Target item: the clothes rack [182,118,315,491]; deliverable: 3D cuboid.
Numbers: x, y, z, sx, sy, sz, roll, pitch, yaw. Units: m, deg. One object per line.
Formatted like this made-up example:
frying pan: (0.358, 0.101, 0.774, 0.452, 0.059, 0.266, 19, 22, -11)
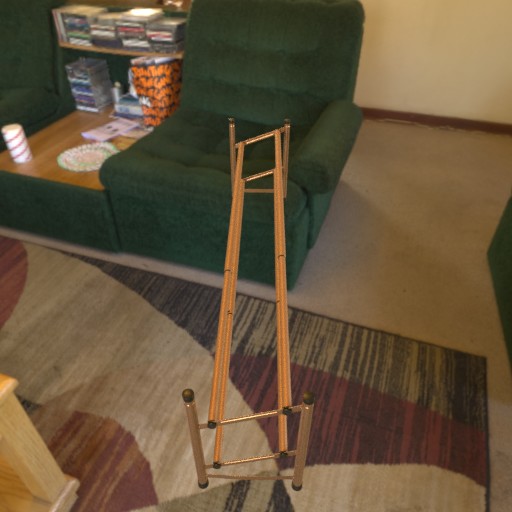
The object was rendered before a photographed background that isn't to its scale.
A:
clothes rack: (0.000, 0.000, 1.298, 0.229, 0.349, 1.168, 1, 40, 1)
